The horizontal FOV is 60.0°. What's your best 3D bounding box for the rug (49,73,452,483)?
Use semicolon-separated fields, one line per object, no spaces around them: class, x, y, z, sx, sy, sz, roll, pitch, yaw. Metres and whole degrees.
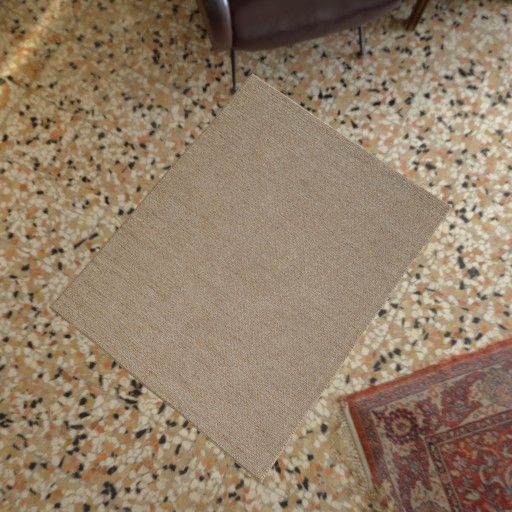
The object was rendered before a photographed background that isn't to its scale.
rug;0.000;0.000;4.120;2.406;0.012;3.034;36;79;8
